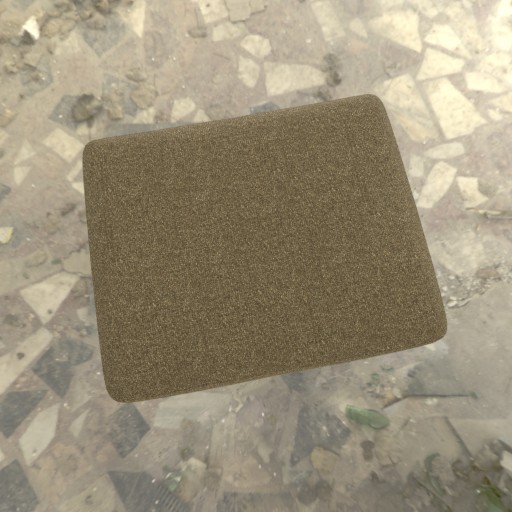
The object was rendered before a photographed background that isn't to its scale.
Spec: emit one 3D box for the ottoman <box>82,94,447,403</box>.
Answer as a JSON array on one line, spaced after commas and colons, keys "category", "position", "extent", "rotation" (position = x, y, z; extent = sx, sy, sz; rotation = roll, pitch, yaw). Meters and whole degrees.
[{"category": "ottoman", "position": [0.000, 0.000, 1.136], "extent": [0.742, 0.476, 0.598], "rotation": [-10, 76, -3]}]
